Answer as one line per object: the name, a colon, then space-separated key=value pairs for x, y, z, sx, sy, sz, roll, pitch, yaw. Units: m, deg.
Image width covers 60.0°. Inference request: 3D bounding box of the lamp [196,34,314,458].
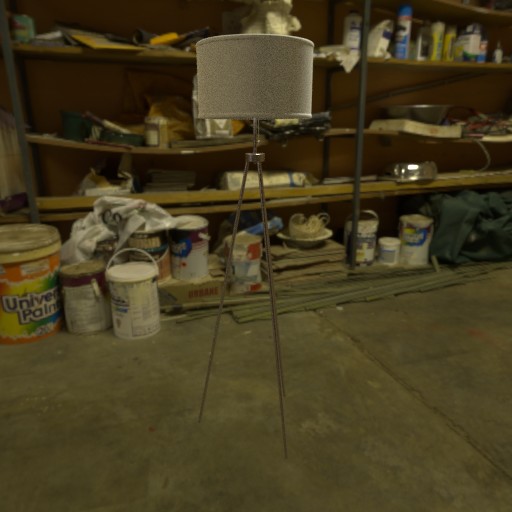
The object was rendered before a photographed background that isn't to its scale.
lamp: x=0.000 y=0.000 z=1.786 sx=0.448 sy=1.545 sz=0.458 roll=8 pitch=18 yaw=25
